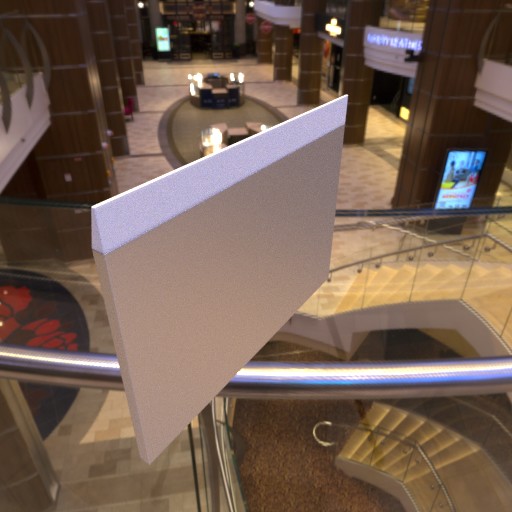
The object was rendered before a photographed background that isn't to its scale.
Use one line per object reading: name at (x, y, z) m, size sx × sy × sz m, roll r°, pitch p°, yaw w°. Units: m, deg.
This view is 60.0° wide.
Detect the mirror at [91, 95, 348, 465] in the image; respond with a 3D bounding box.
mirror at (0.000, 0.000, 1.120) m, size 0.030 × 0.630 × 0.870 m, roll 20°, pitch 38°, yaw 29°
